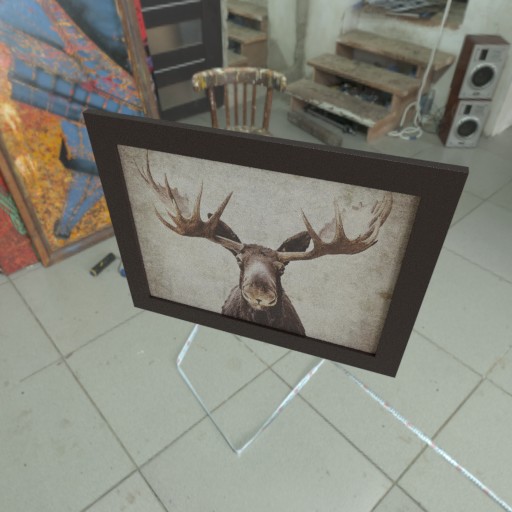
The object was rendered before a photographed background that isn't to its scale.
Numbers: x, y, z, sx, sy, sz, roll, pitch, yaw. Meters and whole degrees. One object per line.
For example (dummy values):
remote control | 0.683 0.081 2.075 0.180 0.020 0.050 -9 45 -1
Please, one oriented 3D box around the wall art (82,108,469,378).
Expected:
wall art | 0.000 0.000 1.648 1.207 0.952 0.034 13 43 14
